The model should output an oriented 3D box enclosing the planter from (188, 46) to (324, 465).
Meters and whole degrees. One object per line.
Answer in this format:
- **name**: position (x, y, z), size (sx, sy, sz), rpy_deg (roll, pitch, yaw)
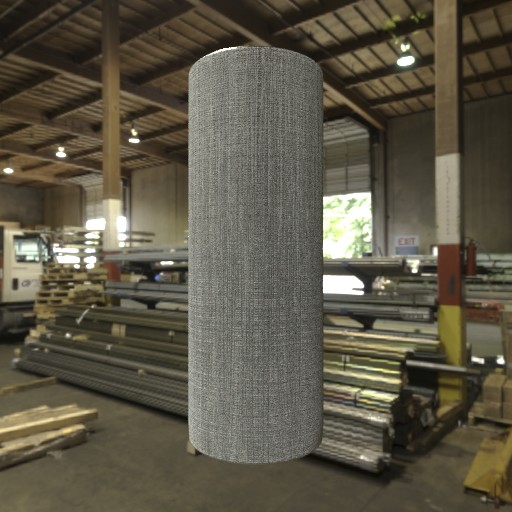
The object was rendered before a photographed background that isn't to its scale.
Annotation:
- **planter**: position (0.000, 0.000, 0.332), size (0.100, 0.270, 0.100), rpy_deg (0, 0, 37)
